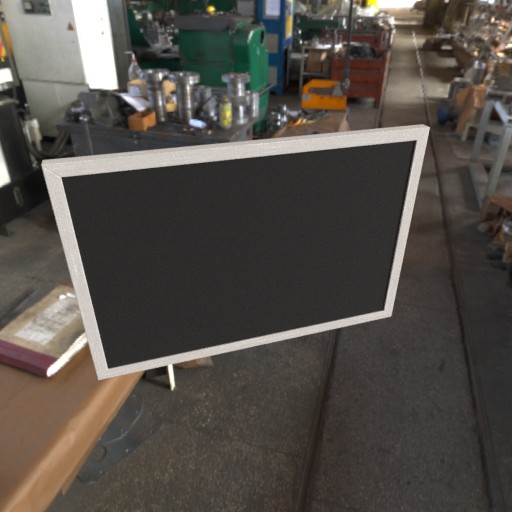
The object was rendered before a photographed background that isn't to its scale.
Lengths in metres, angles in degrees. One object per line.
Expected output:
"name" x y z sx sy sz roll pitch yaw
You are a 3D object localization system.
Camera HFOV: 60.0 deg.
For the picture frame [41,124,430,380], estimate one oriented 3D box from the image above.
"picture frame" 0.000 0.000 1.227 0.950 0.640 0.029 -9 33 -15
